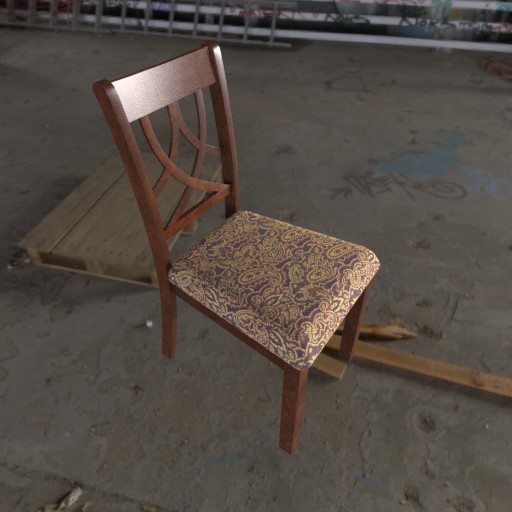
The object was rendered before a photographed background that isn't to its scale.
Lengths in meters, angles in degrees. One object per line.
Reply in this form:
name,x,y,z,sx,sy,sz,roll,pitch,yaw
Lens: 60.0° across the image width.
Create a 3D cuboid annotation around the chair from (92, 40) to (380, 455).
chair,0.000,0.000,1.246,0.584,0.965,0.457,24,46,25
